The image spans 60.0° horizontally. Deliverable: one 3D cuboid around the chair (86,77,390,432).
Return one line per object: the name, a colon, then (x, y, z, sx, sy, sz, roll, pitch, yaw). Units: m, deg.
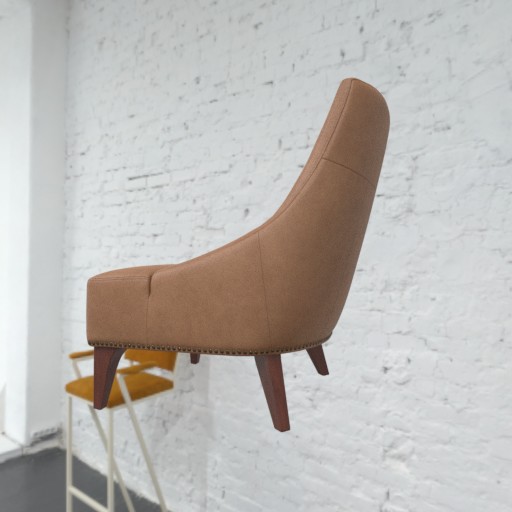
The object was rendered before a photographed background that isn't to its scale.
chair: (0.000, 0.000, 1.482, 0.861, 0.909, 0.701, 0, -1, 19)
